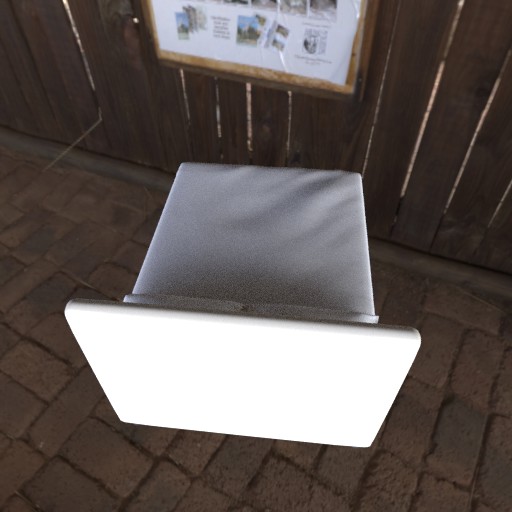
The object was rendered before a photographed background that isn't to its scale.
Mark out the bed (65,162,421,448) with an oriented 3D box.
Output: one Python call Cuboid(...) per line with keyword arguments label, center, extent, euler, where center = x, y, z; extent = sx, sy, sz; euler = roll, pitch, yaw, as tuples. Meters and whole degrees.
Cuboid(label="bed", center=(0.000, 0.000, 3.188), extent=(1.714, 1.330, 2.147), euler=(4, 47, 4))
